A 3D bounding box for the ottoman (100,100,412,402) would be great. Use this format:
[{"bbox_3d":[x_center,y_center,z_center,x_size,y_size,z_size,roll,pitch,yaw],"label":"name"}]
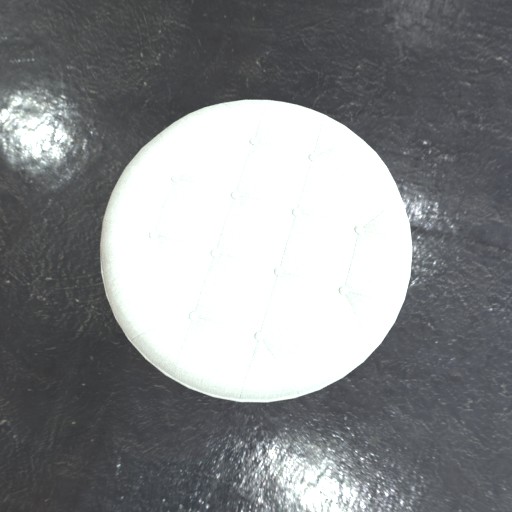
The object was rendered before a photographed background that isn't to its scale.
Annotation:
[{"bbox_3d":[0.000,0.000,1.370,0.850,0.483,0.850,0,74,0],"label":"ottoman"}]
